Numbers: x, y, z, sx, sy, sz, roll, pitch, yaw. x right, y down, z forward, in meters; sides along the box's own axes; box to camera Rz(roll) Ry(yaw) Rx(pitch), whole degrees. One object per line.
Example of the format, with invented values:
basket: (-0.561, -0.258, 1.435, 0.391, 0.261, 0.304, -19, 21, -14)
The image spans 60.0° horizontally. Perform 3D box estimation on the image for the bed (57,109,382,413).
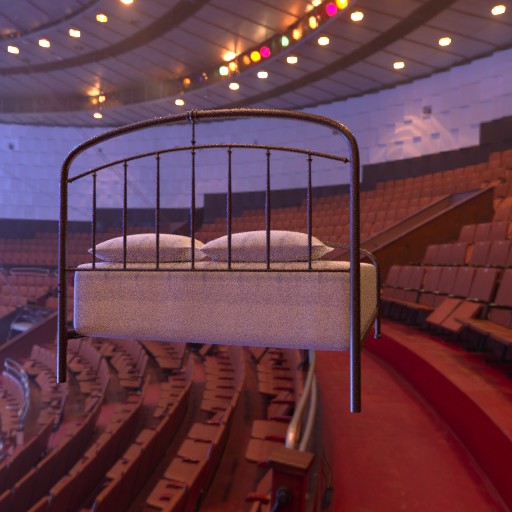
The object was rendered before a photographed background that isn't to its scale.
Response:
bed: (0.000, 0.000, 3.295, 1.711, 1.475, 2.168, 0, -1, 18)
